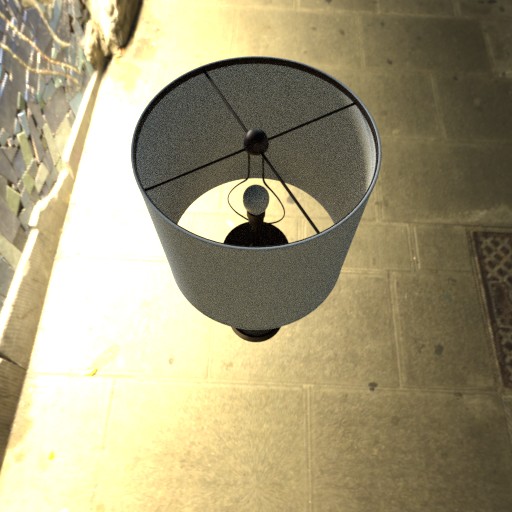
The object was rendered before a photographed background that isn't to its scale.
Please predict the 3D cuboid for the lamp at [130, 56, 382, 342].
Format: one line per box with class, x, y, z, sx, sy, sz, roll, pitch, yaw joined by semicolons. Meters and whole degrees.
lamp;0.000;0.000;0.801;0.301;0.630;0.301;15;63;8
